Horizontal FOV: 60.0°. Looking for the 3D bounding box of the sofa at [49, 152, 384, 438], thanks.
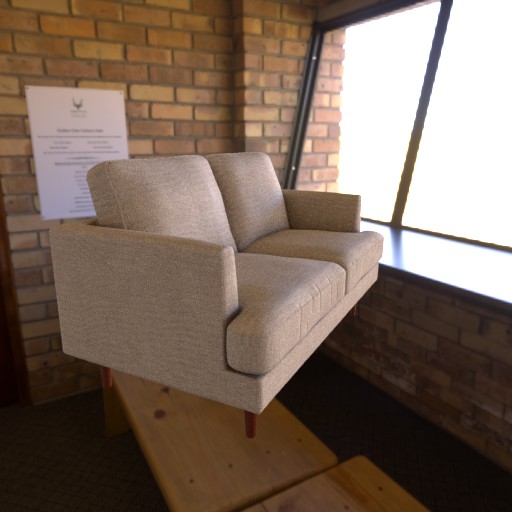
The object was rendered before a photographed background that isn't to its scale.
[{"bbox_3d":[0.000,0.000,2.122,0.903,0.944,1.582,8,16,27],"label":"sofa"}]
